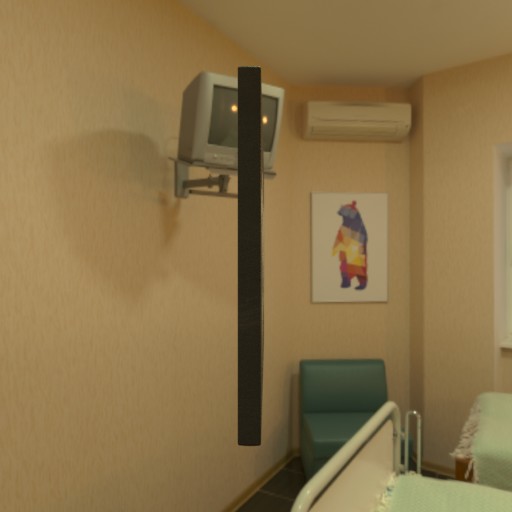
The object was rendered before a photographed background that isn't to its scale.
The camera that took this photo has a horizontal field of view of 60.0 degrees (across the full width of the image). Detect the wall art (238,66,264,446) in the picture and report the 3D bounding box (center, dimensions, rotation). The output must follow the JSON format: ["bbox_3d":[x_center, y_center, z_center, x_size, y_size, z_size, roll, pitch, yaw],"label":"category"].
[{"bbox_3d":[0.000,0.000,1.166,0.038,0.612,0.912,0,0,1],"label":"wall art"}]
